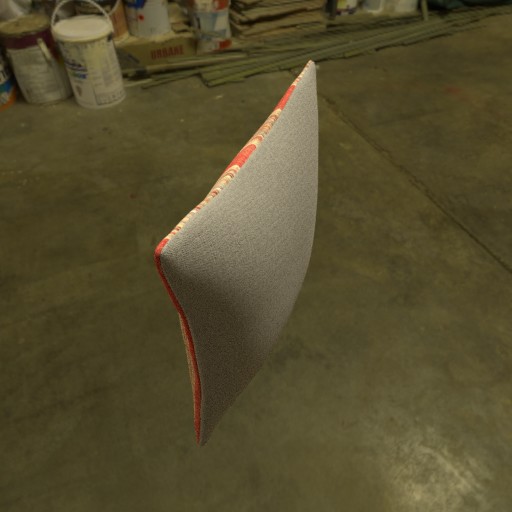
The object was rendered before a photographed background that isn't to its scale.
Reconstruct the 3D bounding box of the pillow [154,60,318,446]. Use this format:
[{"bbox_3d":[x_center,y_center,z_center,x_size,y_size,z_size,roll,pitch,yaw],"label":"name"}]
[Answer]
[{"bbox_3d":[0.000,0.000,0.657,0.136,0.419,0.437,17,48,16],"label":"pillow"}]
